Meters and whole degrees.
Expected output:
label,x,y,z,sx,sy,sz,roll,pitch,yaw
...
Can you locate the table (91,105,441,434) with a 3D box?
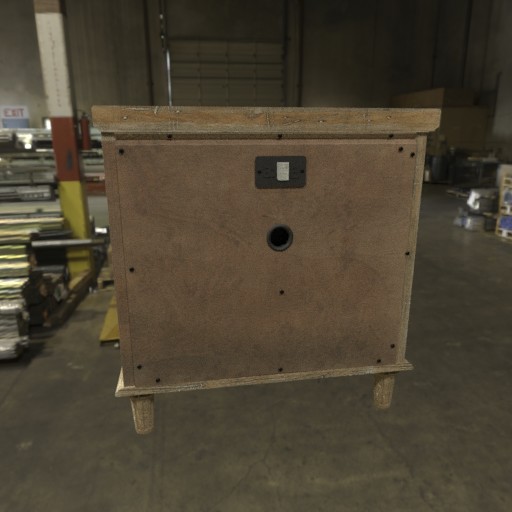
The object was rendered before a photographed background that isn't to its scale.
label,x,y,z,sx,sy,sz,roll,pitch,yaw
table,0.000,0.000,1.151,0.686,0.711,0.457,-3,16,-9
